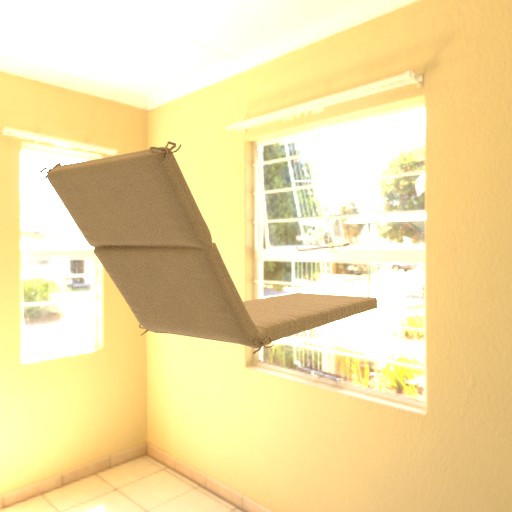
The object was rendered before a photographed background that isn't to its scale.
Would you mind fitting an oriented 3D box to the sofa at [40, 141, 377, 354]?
[{"bbox_3d":[0.000,0.000,1.924,0.582,0.622,1.663,1,1,34],"label":"sofa"}]
